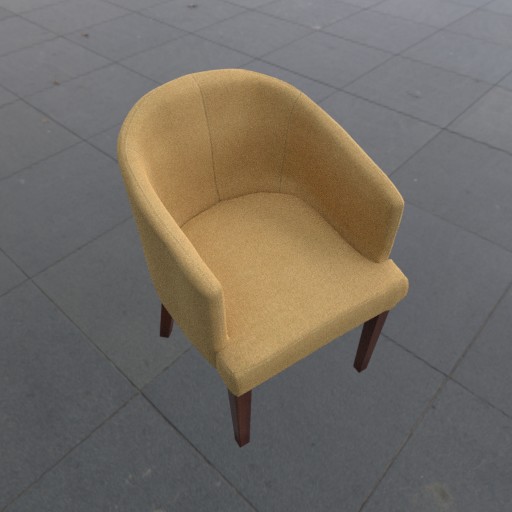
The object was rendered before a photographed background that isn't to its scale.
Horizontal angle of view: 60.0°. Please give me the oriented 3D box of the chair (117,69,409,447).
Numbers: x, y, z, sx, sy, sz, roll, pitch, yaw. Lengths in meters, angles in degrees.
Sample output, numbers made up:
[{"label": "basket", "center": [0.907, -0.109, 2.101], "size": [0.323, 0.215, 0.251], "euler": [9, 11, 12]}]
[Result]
[{"label": "chair", "center": [0.000, 0.000, 1.248], "size": [0.583, 0.811, 0.655], "euler": [-25, 51, -22]}]
